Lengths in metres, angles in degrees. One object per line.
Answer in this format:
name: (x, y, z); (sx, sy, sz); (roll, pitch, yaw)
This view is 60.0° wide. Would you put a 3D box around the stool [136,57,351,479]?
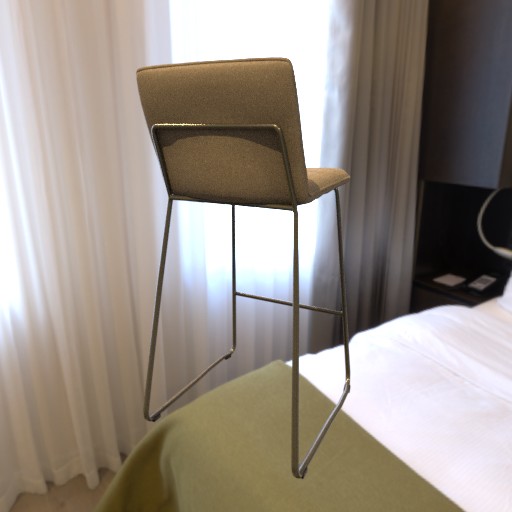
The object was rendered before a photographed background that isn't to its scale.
stool: (0.000, 0.000, 1.241); (0.490, 0.960, 0.490); (9, 19, 26)
